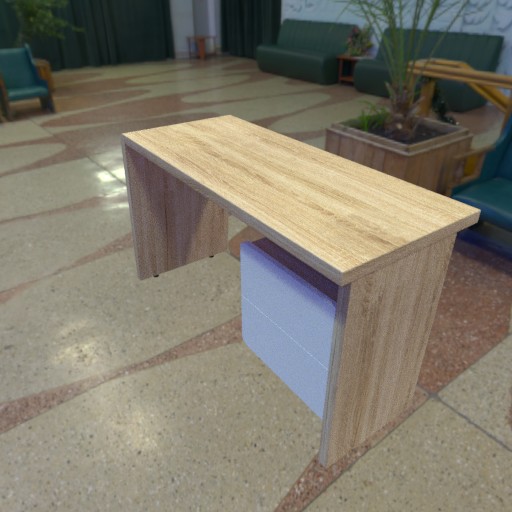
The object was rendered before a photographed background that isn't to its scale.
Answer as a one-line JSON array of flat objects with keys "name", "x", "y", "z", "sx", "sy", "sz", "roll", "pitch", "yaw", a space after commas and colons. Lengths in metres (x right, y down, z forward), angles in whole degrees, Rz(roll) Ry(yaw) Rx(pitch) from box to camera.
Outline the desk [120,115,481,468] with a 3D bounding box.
[{"name": "desk", "x": 0.000, "y": 0.000, "z": 1.666, "sx": 0.500, "sy": 0.750, "sz": 1.300, "roll": -21, "pitch": 37, "yaw": -30}]
